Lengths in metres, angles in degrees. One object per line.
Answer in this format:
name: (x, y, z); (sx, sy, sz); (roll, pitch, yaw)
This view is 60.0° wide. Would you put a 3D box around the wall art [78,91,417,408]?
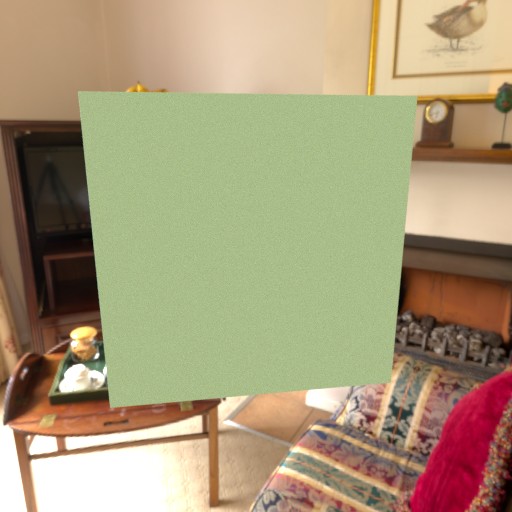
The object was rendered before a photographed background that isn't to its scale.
wall art: (0.000, 0.000, 0.878); (0.603, 0.603, 0.036); (-2, 16, -9)
